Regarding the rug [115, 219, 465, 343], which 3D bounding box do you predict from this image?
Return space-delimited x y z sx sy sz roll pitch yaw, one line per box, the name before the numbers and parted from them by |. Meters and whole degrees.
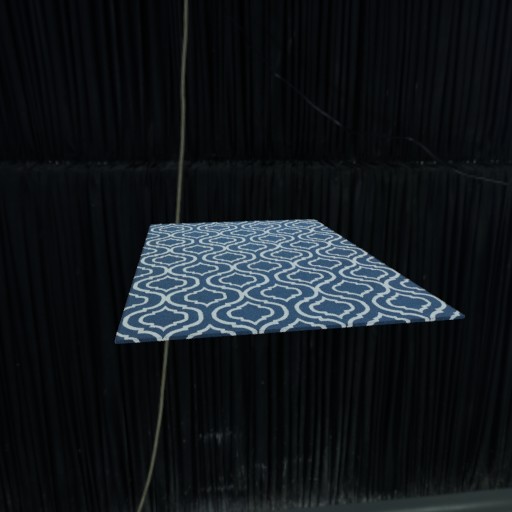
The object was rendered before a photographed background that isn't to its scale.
rug | 0.000 0.000 2.236 1.143 0.010 1.753 -3 16 -9
